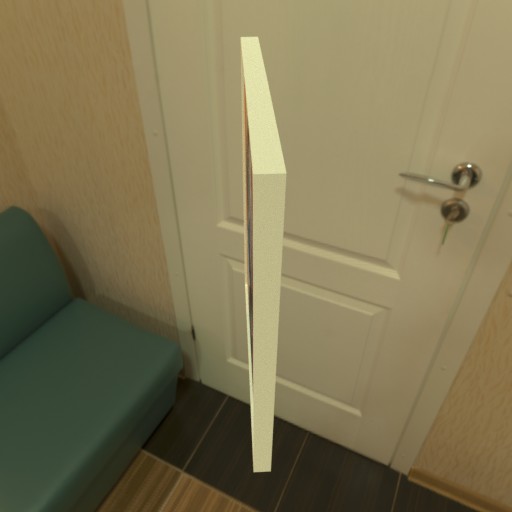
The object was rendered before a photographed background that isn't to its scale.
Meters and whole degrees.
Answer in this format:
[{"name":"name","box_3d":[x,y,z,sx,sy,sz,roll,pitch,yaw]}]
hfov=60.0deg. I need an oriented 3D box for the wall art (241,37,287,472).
[{"name":"wall art","box_3d":[0.000,0.000,0.718,0.030,0.549,0.443,-2,40,-2]}]
